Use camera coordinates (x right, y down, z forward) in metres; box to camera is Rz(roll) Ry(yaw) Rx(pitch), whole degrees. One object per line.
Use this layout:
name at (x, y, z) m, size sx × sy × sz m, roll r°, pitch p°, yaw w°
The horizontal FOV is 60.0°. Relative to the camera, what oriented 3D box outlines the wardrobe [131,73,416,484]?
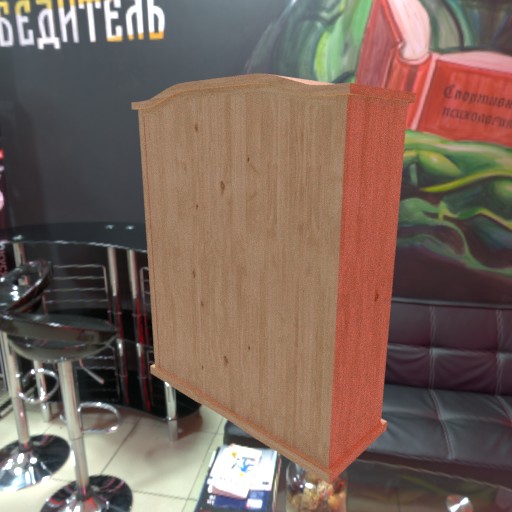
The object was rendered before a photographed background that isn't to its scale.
wardrobe at (0.000, 0.000, 2.564) m, size 1.500 × 1.870 × 0.570 m, roll 14°, pitch 21°, yaw 42°
